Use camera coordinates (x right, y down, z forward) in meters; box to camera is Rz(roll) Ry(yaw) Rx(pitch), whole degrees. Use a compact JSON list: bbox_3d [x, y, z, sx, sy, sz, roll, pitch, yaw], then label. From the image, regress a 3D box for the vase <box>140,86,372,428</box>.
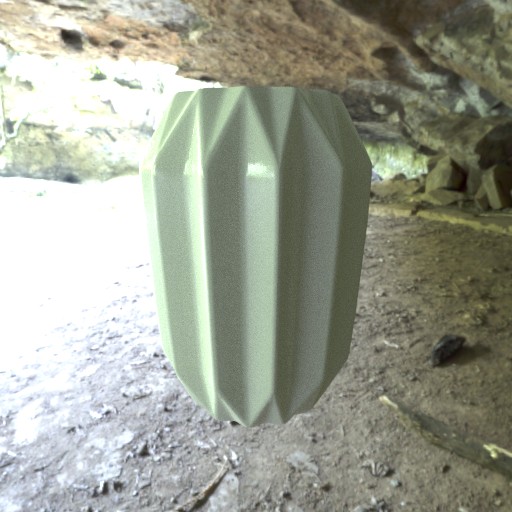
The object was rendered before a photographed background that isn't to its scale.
[{"bbox_3d":[0.000,0.000,0.400,0.195,0.275,0.195,0,15,0],"label":"vase"}]
